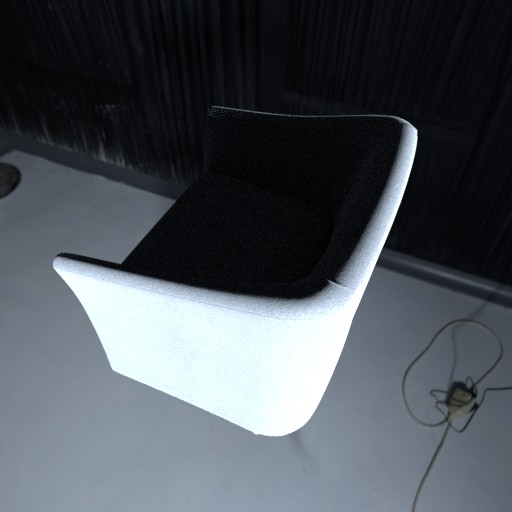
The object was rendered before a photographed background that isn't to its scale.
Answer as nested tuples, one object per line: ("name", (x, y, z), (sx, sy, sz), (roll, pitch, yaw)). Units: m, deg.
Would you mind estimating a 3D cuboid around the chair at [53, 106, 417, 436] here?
("chair", (0.000, 0.000, 1.319), (0.700, 0.720, 0.790), (18, 50, 16))
